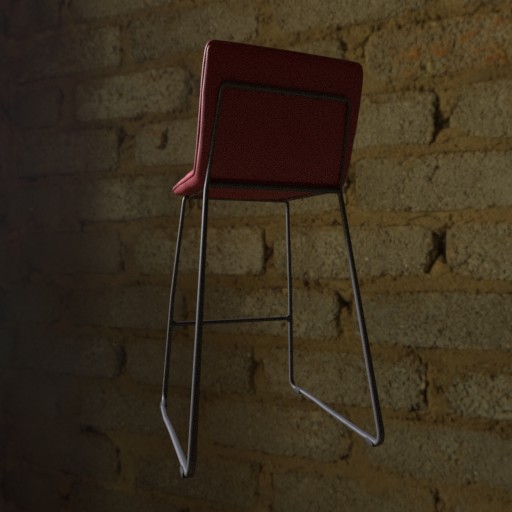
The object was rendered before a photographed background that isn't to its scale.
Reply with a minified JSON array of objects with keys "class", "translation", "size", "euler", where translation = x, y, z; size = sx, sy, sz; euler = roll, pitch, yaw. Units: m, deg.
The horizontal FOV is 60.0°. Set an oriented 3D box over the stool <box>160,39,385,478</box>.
[{"class":"stool","translation":[0.000,0.000,1.230],"size":[0.489,0.937,0.524],"euler":[0,1,-19]}]
